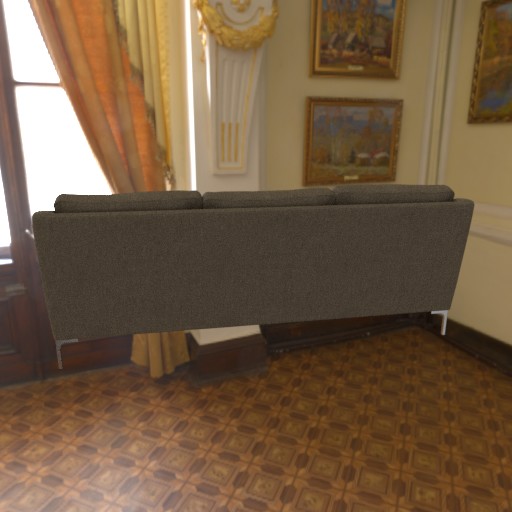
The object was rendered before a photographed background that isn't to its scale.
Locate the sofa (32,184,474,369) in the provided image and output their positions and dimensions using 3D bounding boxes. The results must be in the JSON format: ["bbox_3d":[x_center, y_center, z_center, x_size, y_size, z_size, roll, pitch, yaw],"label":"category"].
[{"bbox_3d":[0.000,0.000,2.475,2.060,0.837,0.849,-3,15,-10],"label":"sofa"}]
